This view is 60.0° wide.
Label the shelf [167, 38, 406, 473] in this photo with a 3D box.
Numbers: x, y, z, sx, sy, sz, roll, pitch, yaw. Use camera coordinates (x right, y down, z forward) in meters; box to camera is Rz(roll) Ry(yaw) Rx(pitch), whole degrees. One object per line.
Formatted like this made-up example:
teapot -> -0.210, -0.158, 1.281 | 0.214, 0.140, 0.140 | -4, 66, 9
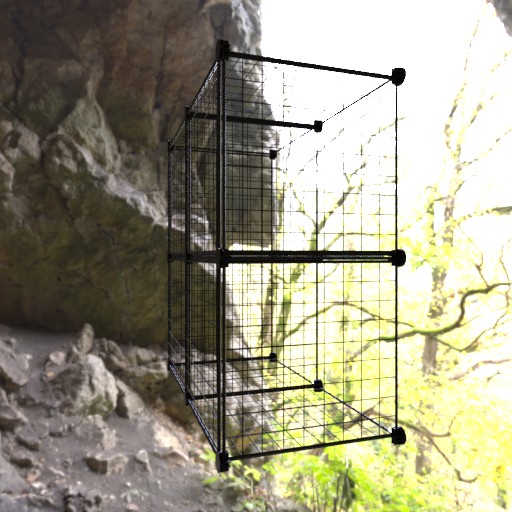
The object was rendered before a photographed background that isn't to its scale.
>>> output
shelf -> 0.000, 0.000, 1.106 | 0.356, 0.711, 0.711 | 0, 0, -18
